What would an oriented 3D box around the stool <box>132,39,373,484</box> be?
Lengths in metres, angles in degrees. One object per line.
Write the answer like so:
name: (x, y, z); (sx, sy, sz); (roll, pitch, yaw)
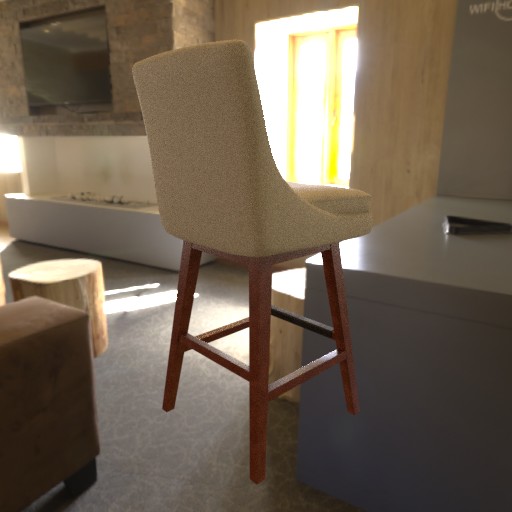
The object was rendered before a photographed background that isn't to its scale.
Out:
stool: (0.000, 0.000, 1.347); (0.559, 1.092, 0.470); (-14, 20, -42)
